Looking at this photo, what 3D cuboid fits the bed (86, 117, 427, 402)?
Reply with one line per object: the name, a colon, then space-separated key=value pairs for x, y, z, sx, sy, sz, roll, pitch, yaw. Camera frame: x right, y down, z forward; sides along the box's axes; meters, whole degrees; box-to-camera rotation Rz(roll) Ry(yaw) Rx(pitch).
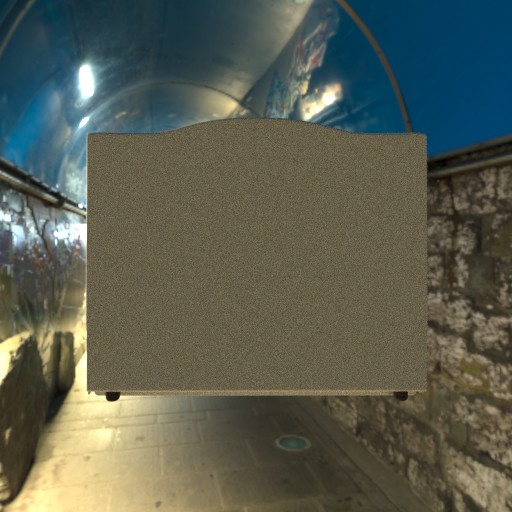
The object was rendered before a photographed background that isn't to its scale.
bed: x=0.000 y=0.000 z=3.341 sx=1.821 sy=1.436 sz=2.282 roll=0 pitch=1 yaw=0
